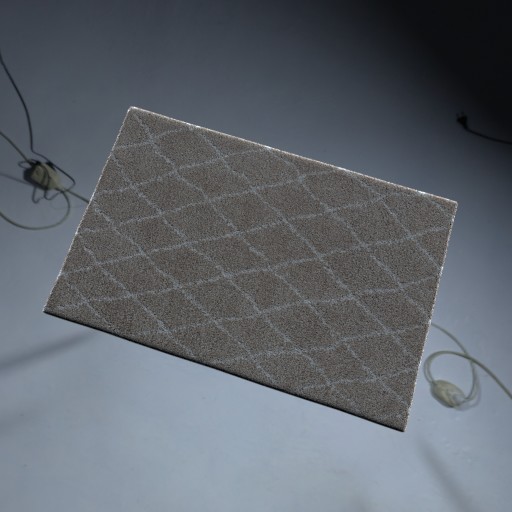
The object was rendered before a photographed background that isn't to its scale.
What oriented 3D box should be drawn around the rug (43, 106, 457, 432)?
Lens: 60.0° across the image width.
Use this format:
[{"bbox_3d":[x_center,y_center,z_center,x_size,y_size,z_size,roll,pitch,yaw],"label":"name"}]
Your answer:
[{"bbox_3d":[0.000,0.000,3.365,2.743,0.030,1.778,17,78,4],"label":"rug"}]
